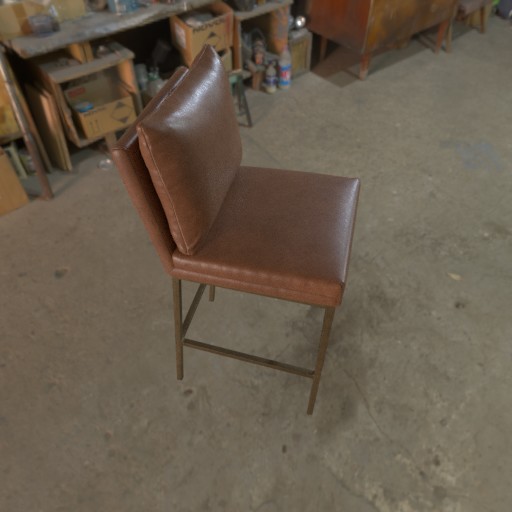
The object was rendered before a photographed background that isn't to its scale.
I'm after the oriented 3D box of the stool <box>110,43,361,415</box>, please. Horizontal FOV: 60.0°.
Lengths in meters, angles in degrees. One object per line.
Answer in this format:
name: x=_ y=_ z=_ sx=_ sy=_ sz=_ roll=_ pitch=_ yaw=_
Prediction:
stool: x=0.000 y=0.000 z=1.427 sx=0.571 sy=1.124 sz=0.463 roll=10 pitch=48 yaw=10
